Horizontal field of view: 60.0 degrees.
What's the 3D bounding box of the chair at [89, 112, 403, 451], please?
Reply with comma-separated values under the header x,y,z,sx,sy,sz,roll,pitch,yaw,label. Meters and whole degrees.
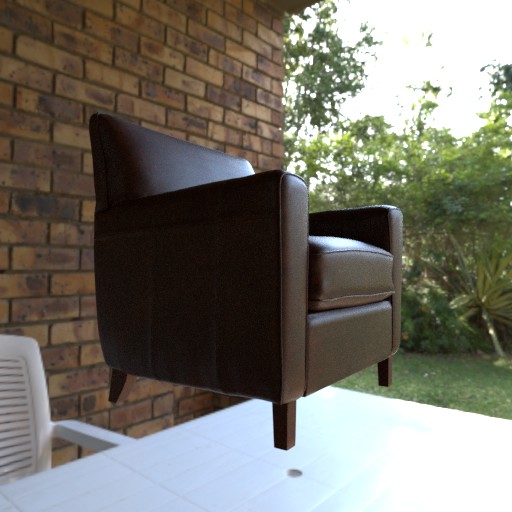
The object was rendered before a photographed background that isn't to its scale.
x,y,z,sx,sy,sz,roll,pitch,yaw,label
0.000,0.000,1.554,0.823,0.943,0.870,-1,-2,36,chair
